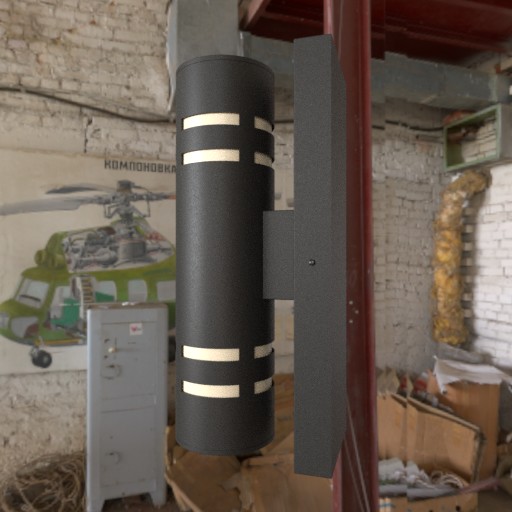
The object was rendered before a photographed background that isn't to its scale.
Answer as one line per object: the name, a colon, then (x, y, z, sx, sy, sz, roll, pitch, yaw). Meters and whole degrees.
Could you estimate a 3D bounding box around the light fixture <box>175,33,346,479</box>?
light fixture: (0.000, 0.000, 0.399, 0.149, 0.330, 0.105, 0, 0, 18)
